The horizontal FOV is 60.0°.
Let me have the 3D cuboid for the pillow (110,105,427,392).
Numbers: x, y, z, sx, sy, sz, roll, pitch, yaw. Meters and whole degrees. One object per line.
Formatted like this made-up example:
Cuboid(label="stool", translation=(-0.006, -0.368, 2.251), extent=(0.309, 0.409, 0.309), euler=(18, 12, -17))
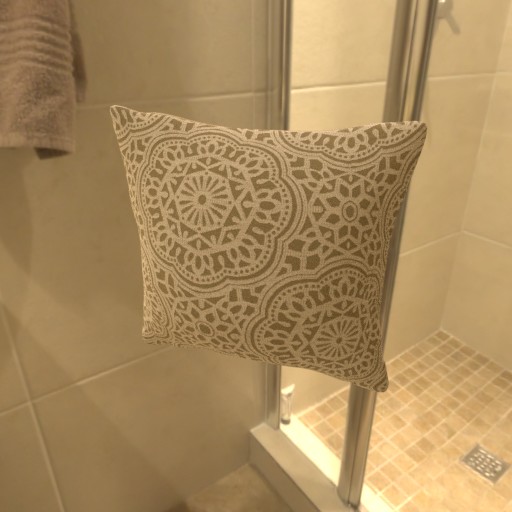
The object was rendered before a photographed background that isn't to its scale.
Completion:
Cuboid(label="pillow", translation=(0.000, 0.000, 0.671), extent=(0.438, 0.421, 0.167), euler=(8, 27, 15))
